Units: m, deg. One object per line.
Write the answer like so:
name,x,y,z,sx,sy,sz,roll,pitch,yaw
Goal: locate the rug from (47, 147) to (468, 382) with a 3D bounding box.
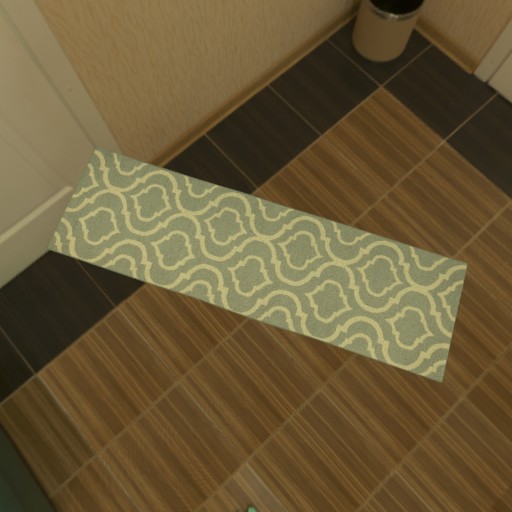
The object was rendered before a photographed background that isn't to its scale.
rug,0.000,0.000,2.495,2.275,0.009,0.684,18,75,5
